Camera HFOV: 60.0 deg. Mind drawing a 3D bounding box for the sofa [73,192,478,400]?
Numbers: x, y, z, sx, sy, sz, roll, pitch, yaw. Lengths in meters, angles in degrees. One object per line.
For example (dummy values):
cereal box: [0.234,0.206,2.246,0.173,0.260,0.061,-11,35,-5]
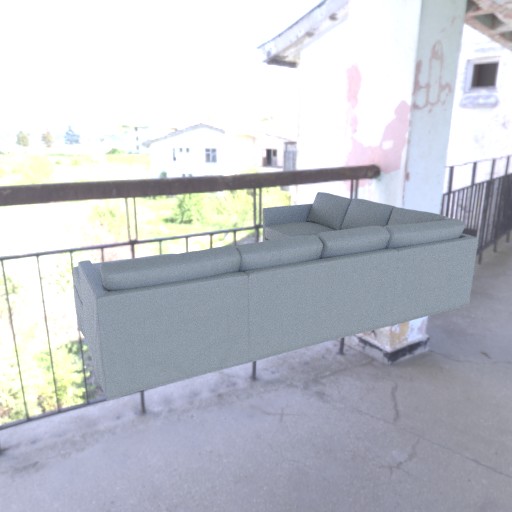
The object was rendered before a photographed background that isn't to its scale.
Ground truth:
sofa: [0.000,0.000,4.472,3.460,0.882,2.427,-8,18,-26]
